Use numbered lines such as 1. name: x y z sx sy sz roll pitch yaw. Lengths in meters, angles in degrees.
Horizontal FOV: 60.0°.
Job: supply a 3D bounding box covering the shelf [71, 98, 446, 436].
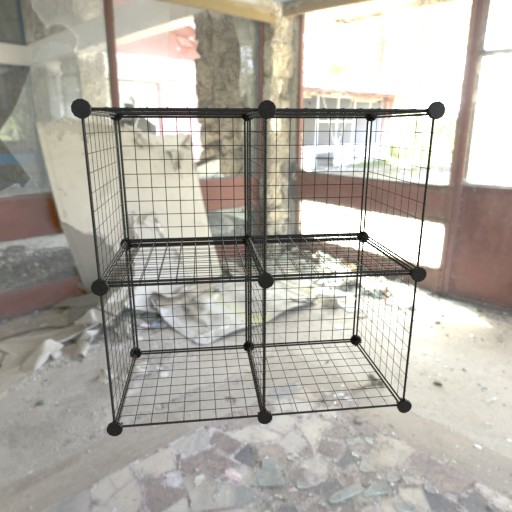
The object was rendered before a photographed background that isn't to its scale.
1. shelf: 0.000 0.000 1.099 0.711 0.711 0.356 -2 16 -7
